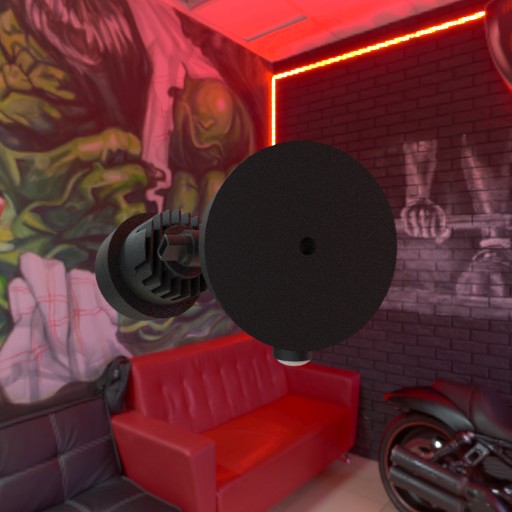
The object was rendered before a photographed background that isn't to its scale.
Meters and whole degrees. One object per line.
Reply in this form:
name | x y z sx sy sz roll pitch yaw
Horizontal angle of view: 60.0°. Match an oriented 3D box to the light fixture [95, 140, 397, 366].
light fixture | 0.000 0.000 0.307 0.213 0.120 0.168 0 0 -19
